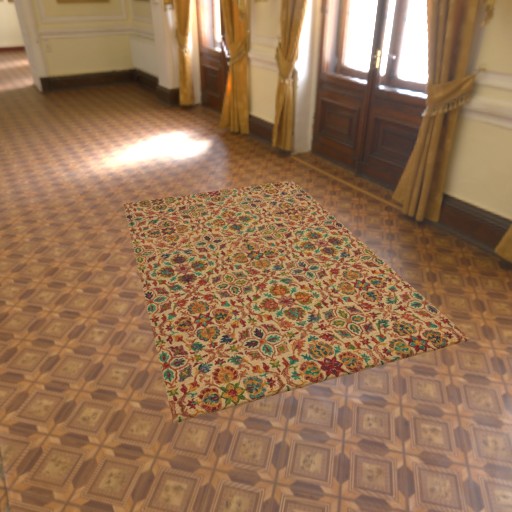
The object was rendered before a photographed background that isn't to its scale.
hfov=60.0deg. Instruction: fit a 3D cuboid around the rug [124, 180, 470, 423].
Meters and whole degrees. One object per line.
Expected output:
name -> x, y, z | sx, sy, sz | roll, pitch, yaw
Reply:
rug -> 0.000, 0.000, 2.992 | 1.541, 0.018, 2.297 | -10, 33, -16
